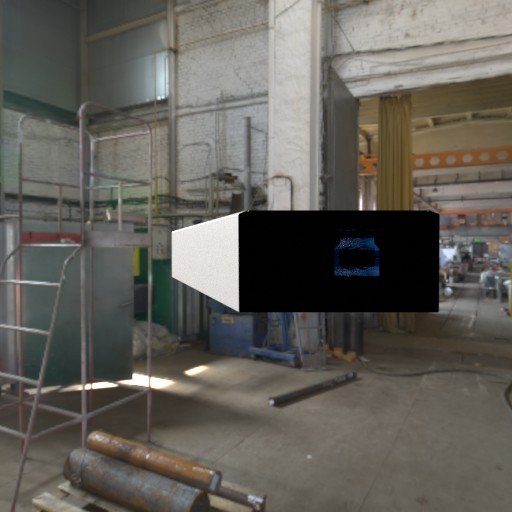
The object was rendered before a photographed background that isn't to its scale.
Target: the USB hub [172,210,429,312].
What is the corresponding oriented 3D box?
[{"bbox_3d":[0.000,0.000,0.161,0.044,0.023,0.145,0,1,-18],"label":"USB hub"}]
